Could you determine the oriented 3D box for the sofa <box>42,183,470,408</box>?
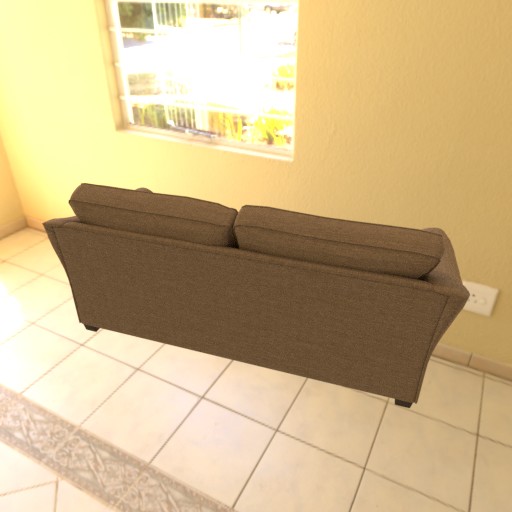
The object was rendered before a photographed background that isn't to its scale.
[{"bbox_3d":[0.000,0.000,2.730,2.270,0.965,0.980,10,33,15],"label":"sofa"}]
